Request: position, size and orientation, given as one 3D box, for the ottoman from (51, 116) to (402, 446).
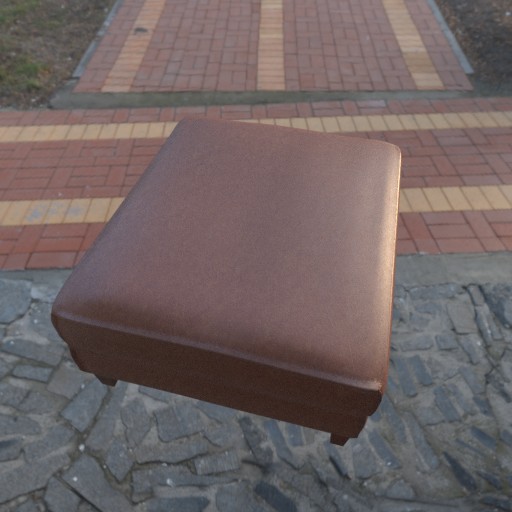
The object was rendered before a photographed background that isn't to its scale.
[{"bbox_3d":[0.000,0.000,1.456,0.836,0.472,0.987,11,48,10],"label":"ottoman"}]
